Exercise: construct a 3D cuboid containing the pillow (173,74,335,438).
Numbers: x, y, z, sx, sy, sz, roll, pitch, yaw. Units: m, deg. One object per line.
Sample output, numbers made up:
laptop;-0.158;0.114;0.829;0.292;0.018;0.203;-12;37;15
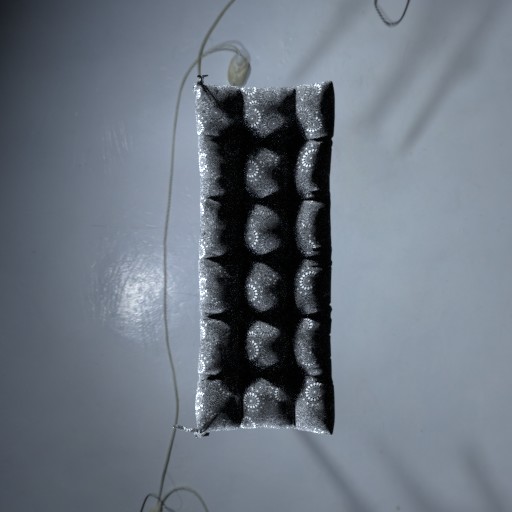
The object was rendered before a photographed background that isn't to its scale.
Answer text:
pillow;0.000;0.000;1.427;0.511;0.174;1.194;0;90;1
